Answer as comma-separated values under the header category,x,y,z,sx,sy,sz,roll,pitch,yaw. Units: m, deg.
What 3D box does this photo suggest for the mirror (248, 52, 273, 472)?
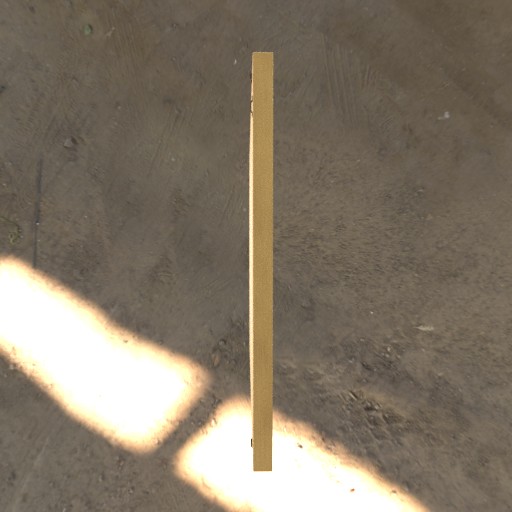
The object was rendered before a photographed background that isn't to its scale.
category,x,y,z,sx,sy,sz,roll,pitch,yaw
mirror,0.000,0.000,1.311,0.041,1.016,0.762,0,92,-1
